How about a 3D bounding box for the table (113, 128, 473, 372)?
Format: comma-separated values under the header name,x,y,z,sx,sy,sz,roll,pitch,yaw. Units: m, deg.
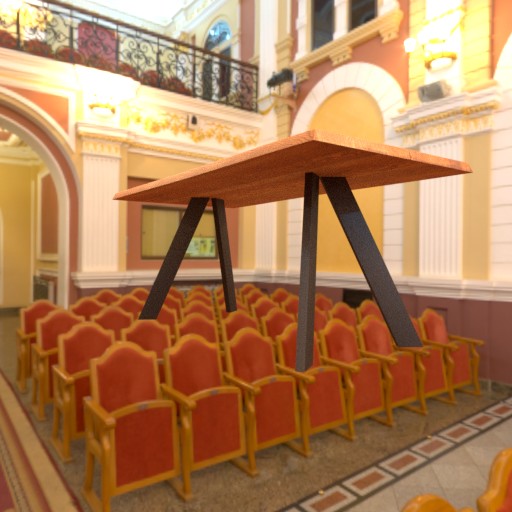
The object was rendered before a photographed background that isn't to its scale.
name,x,y,z,sx,sy,sz,roll,pitch,yaw
table,0.000,0.000,2.286,0.900,0.770,1.800,0,1,-36
